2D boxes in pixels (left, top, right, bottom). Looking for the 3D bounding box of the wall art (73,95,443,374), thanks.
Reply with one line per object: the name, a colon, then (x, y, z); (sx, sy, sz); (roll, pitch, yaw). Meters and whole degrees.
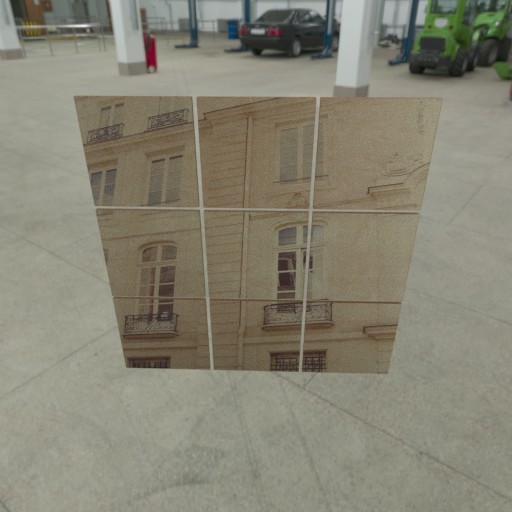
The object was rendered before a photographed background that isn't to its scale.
wall art: (0.000, 0.000, 1.330); (0.915, 0.913, 0.018); (1, 30, 2)
